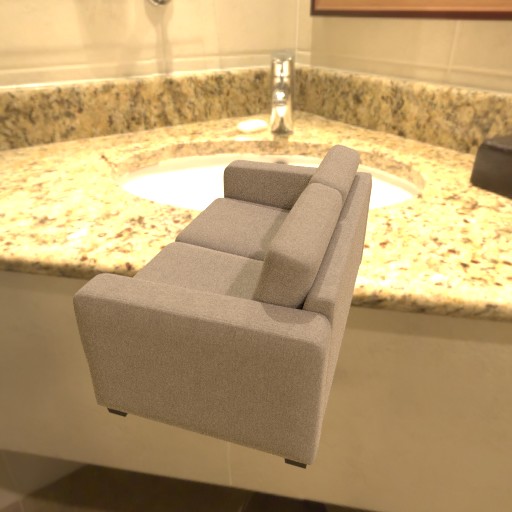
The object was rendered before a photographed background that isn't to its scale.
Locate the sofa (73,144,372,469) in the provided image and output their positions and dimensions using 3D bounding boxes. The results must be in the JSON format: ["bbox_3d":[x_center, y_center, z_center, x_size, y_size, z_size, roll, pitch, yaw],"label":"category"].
[{"bbox_3d":[0.000,0.000,2.071,0.900,0.800,1.540,9,31,16],"label":"sofa"}]
